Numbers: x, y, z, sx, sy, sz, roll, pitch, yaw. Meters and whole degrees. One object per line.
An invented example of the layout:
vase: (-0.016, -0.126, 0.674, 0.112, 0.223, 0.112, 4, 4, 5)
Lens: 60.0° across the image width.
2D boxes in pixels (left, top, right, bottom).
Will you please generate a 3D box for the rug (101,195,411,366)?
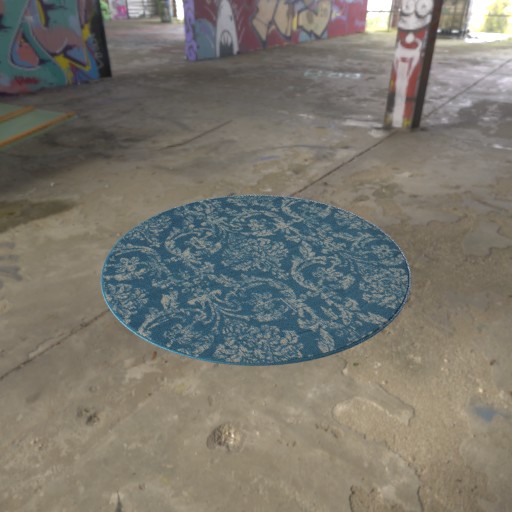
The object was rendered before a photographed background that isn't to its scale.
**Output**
rug: (0.000, 0.000, 2.374, 1.593, 0.012, 1.593, 0, 32, 0)
